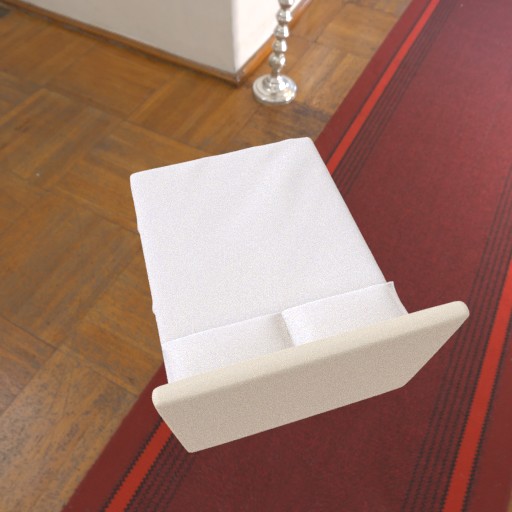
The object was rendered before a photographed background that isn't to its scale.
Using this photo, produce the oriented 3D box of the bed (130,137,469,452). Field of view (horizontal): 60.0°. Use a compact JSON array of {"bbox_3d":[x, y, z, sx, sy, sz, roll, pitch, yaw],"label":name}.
[{"bbox_3d":[0.000,0.000,3.227,1.714,1.330,2.147,-14,58,-9],"label":"bed"}]
